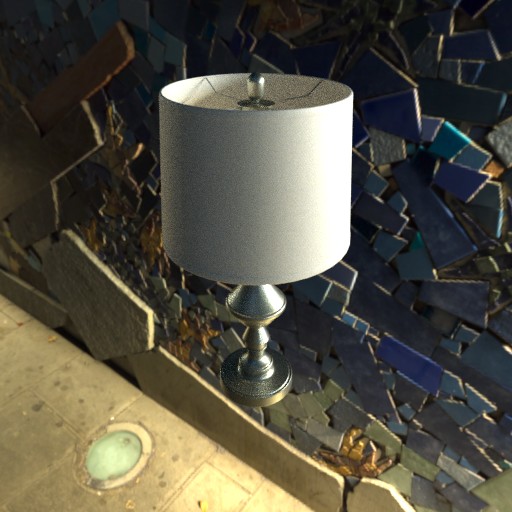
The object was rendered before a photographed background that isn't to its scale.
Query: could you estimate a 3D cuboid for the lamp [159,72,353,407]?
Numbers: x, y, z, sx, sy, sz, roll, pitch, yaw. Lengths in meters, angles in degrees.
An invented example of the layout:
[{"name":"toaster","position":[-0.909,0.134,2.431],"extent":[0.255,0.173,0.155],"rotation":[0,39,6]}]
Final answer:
[{"name":"lamp","position":[0.000,0.000,0.947],"extent":[0.383,0.733,0.383],"rotation":[0,31,0]}]
